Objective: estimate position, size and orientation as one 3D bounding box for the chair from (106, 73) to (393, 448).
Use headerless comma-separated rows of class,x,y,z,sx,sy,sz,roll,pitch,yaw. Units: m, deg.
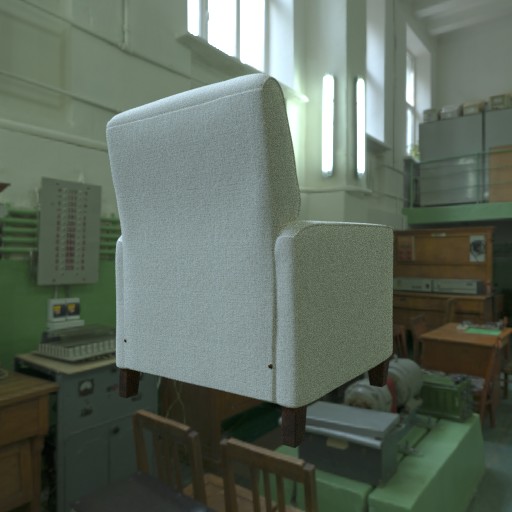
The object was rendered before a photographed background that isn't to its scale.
chair,0.000,0.000,1.677,0.841,1.028,0.858,0,0,35
